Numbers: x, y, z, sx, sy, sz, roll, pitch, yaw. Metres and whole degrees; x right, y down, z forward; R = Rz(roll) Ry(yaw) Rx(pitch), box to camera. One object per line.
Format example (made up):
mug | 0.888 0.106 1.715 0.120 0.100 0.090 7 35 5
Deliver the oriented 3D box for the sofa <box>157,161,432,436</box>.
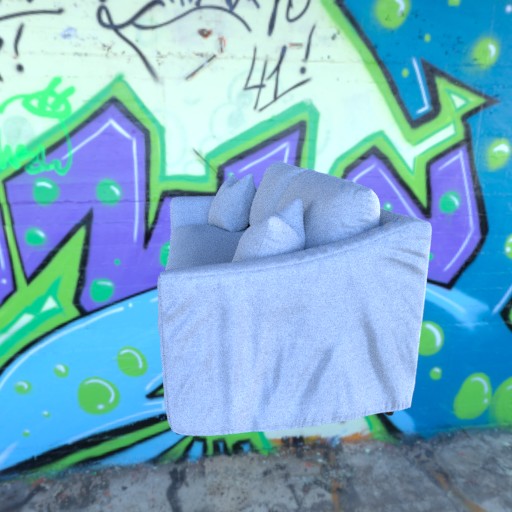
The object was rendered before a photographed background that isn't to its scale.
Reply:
sofa | 0.000 0.000 2.628 1.072 1.018 2.010 -2 15 -9
